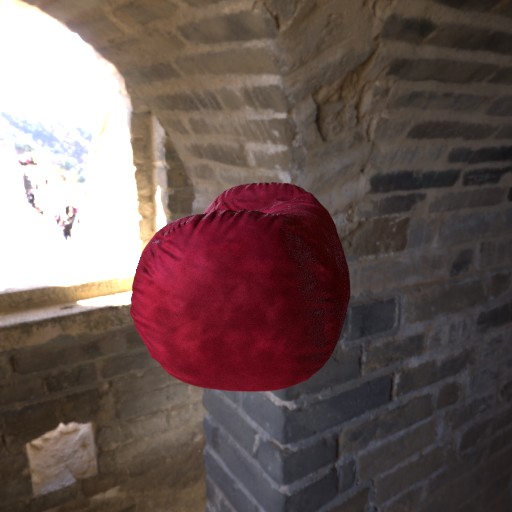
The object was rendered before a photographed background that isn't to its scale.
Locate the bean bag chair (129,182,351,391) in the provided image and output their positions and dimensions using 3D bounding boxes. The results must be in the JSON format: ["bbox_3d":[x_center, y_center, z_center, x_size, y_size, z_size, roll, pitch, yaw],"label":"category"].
[{"bbox_3d":[0.000,0.000,2.976,1.216,0.867,2.293,2,15,7],"label":"bean bag chair"}]
